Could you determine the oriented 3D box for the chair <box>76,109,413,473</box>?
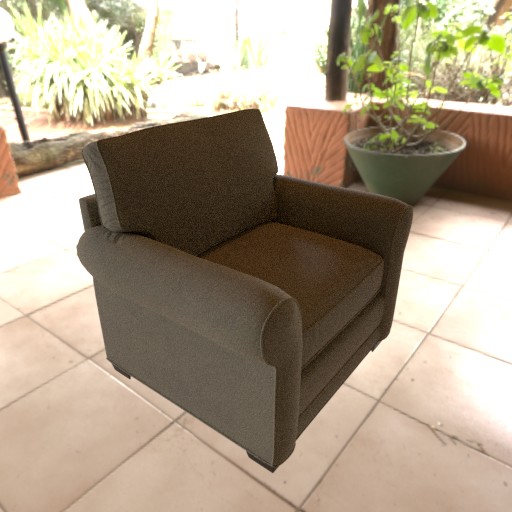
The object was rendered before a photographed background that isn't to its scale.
[{"bbox_3d":[0.000,0.000,1.851,0.939,1.044,1.147,19,32,33],"label":"chair"}]
